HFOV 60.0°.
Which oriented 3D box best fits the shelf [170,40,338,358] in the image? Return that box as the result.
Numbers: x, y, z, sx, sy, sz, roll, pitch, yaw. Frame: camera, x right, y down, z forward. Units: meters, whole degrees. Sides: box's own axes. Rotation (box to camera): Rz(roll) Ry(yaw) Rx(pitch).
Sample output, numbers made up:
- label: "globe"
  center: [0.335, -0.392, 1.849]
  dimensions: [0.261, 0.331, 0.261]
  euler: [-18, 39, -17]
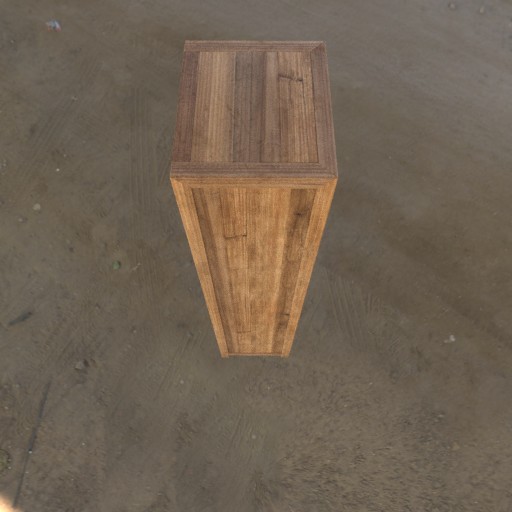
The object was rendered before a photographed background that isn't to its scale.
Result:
- label: "shelf"
  center: [0.000, 0.000, 2.066]
  dimensions: [0.428, 1.900, 0.500]
  euler: [0, 64, 0]
